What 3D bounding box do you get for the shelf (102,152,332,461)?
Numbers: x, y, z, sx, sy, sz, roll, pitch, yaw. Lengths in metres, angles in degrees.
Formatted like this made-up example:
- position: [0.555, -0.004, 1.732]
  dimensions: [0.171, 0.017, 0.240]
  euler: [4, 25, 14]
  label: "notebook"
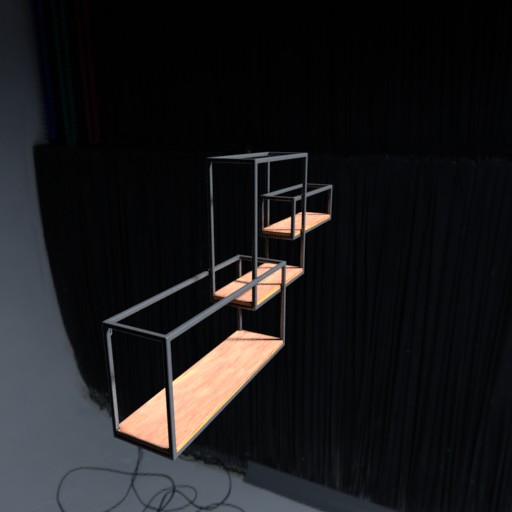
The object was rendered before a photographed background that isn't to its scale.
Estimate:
- position: [0.000, 0.000, 2.201]
  dimensions: [0.275, 0.972, 1.781]
  euler: [8, 17, 26]
  label: "shelf"
